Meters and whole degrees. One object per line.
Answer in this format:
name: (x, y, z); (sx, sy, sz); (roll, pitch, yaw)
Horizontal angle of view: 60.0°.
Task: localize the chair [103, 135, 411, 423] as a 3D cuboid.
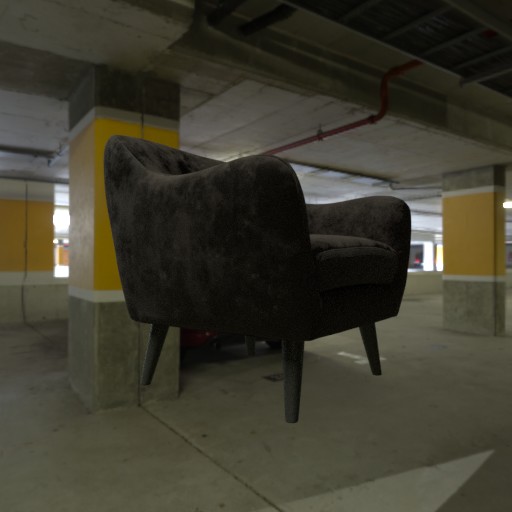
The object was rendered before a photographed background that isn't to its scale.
chair: (0.000, 0.000, 1.482); (0.819, 0.807, 0.840); (-1, -1, 36)
